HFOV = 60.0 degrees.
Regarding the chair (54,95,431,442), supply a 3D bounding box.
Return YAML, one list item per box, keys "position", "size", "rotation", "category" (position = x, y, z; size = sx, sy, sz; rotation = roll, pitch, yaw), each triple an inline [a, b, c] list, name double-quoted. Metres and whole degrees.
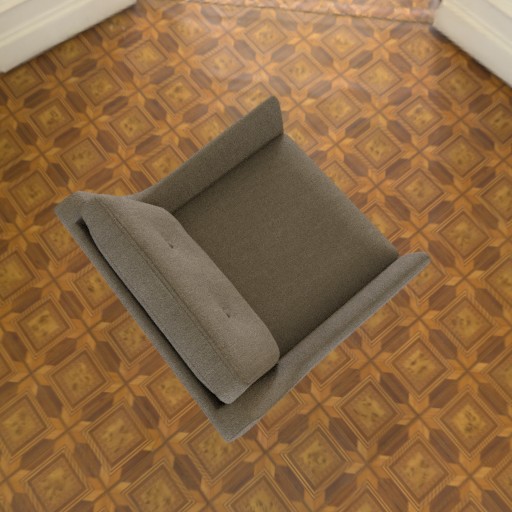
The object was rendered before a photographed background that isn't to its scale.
- position: [0.000, 0.000, 1.580]
  size: [0.849, 0.828, 0.847]
  rotation: [-38, 78, -10]
  category: "chair"
